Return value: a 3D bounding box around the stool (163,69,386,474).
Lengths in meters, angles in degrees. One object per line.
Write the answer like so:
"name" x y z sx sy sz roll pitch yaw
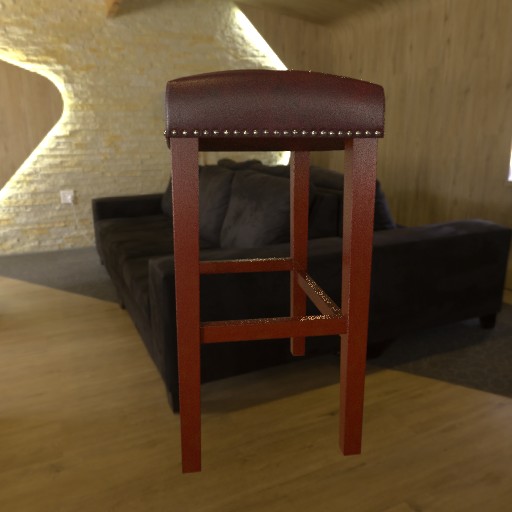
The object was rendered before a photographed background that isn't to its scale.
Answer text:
"stool" 0.000 0.000 1.025 0.372 0.742 0.504 -2 14 -8
